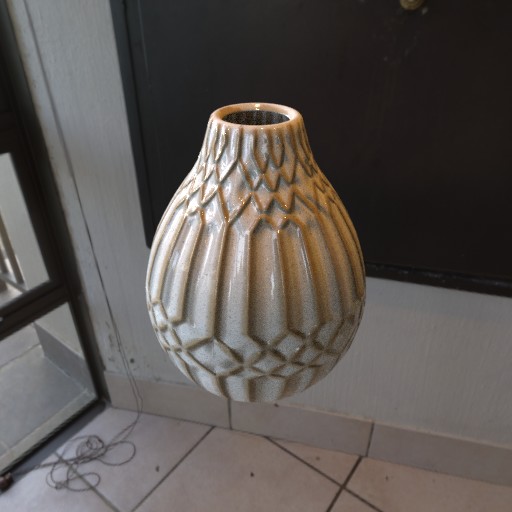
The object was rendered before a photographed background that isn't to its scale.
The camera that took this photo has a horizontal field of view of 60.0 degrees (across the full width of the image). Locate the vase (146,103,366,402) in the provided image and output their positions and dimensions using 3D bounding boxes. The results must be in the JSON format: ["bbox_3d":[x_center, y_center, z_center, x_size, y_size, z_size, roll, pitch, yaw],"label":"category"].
[{"bbox_3d":[0.000,0.000,0.315,0.159,0.200,0.159,0,33,0],"label":"vase"}]
